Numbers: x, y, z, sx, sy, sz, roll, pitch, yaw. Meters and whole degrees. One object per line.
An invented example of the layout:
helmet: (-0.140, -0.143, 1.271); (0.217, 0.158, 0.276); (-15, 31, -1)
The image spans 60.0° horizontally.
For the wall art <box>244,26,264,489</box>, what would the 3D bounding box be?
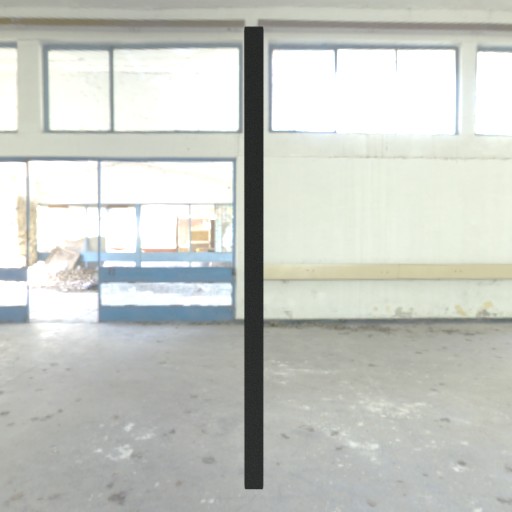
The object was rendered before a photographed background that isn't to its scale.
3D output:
wall art: (0.000, 0.000, 0.702); (0.021, 0.508, 0.432); (0, 1, 1)
